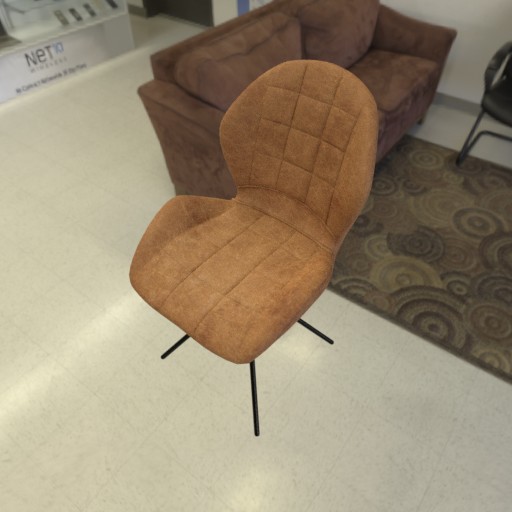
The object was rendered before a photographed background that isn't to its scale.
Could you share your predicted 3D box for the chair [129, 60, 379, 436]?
[{"bbox_3d":[0.000,0.000,1.295,0.527,0.929,0.640,31,54,26],"label":"chair"}]
